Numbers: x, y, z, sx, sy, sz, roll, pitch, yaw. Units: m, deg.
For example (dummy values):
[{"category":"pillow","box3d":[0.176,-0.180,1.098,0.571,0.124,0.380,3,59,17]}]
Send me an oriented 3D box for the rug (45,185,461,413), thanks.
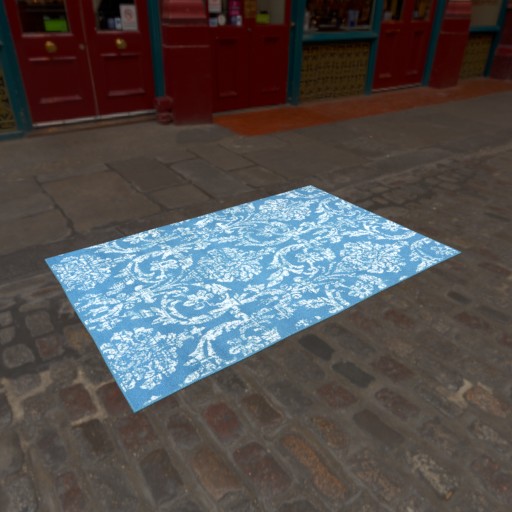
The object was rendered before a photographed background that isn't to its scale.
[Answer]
[{"category":"rug","box3d":[0.000,0.000,2.333,1.833,0.012,1.211,-20,35,-30]}]
